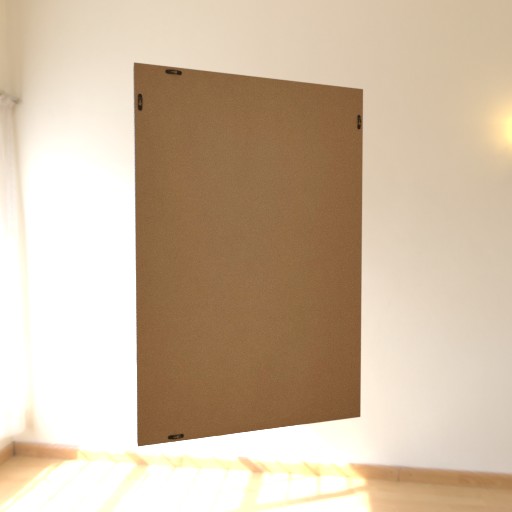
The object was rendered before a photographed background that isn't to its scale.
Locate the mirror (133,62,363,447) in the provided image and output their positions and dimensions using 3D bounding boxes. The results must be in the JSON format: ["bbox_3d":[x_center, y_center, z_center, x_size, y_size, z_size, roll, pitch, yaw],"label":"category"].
[{"bbox_3d":[0.000,0.000,1.159,0.609,0.915,0.040,-1,2,-17],"label":"mirror"}]
